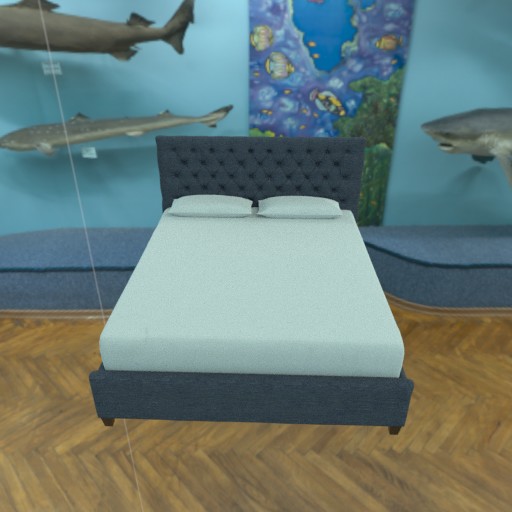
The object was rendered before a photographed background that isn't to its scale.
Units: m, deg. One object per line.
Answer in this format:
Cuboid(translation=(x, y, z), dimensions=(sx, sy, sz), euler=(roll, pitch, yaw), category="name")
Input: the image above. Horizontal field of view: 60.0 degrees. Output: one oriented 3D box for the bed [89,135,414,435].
Cuboid(translation=(0.000, 0.000, 3.679), dimensions=(2.078, 1.427, 2.387), euler=(1, 29, 2), category="bed")
